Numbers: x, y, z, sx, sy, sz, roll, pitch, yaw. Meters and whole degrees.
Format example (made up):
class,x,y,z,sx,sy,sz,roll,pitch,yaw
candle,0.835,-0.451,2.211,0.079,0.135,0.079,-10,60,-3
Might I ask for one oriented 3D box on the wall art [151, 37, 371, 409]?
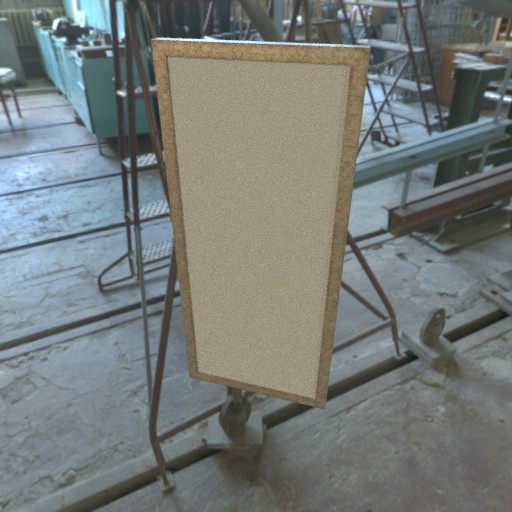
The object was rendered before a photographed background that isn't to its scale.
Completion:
class,x,y,z,sx,sy,sz,roll,pitch,yaw
wall art,0.000,0.000,1.671,0.648,1.461,0.051,9,33,14
